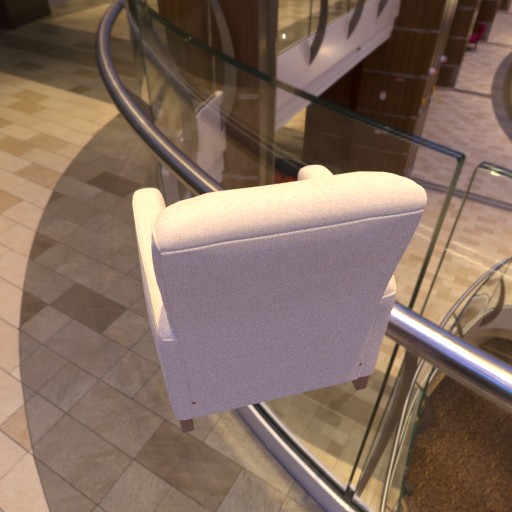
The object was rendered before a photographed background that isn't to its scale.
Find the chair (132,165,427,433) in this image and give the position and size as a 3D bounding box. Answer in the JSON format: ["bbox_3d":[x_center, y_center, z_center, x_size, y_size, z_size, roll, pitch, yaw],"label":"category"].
[{"bbox_3d":[0.000,0.000,1.642,0.841,1.023,0.858,-10,42,-11],"label":"chair"}]
